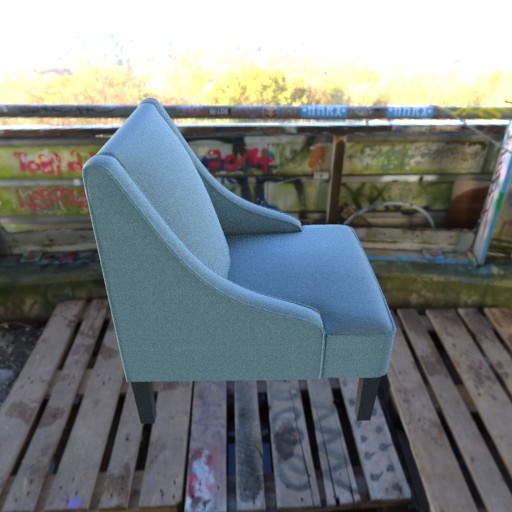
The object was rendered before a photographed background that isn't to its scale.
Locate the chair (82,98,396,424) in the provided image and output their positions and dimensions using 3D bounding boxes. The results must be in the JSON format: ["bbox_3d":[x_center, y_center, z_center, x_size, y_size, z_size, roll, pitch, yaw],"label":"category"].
[{"bbox_3d":[0.000,0.000,1.900,1.025,1.133,0.857,0,32,-1],"label":"chair"}]
